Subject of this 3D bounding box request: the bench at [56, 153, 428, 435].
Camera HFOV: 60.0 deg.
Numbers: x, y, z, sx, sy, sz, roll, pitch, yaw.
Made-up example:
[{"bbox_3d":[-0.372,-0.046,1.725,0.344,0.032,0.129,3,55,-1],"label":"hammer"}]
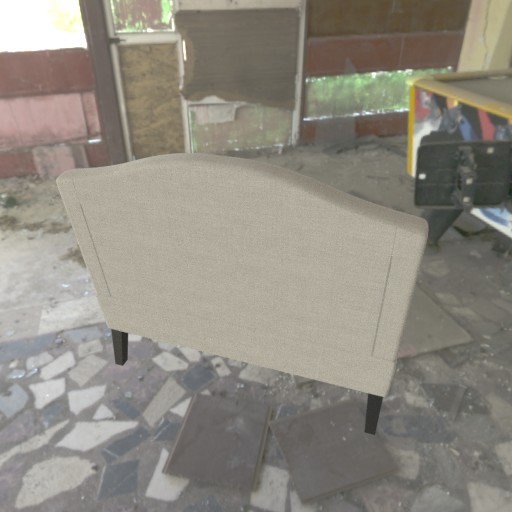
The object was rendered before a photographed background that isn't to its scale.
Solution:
[{"bbox_3d":[0.000,0.000,2.019,1.335,1.180,0.815,10,34,16],"label":"bench"}]
